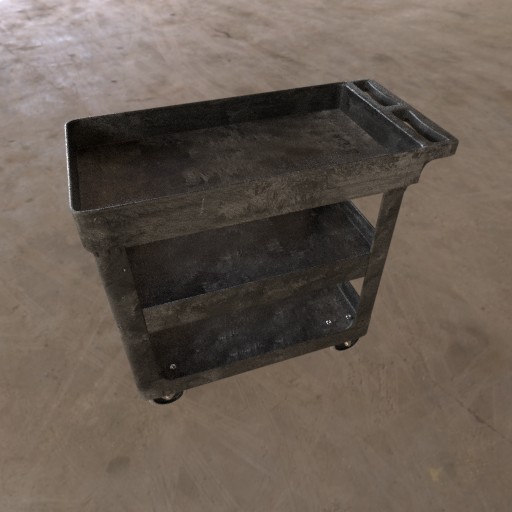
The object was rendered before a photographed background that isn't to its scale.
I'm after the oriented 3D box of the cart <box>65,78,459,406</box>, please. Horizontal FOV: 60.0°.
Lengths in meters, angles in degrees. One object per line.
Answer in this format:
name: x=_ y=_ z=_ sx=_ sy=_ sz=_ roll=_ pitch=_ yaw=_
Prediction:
cart: x=0.000 y=0.000 z=1.349 sx=0.877 sy=0.824 sz=0.420 roll=-13 pitch=44 yaw=-14
